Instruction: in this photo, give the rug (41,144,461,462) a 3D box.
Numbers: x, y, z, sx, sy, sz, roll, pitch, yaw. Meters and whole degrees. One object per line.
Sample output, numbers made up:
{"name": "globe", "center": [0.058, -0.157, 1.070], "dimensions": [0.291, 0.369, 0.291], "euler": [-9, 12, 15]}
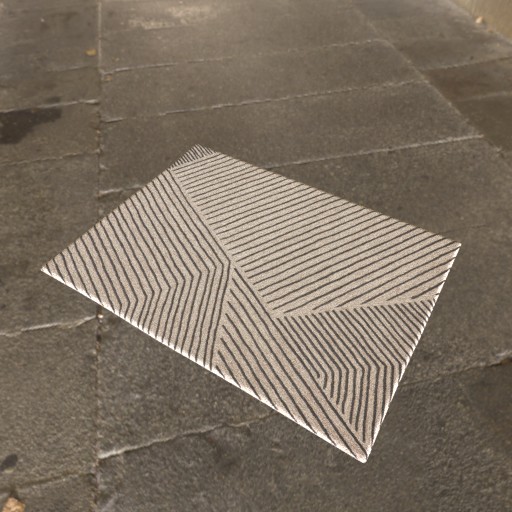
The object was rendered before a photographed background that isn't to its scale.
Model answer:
{"name": "rug", "center": [0.000, 0.000, 3.200], "dimensions": [2.449, 0.028, 1.829], "euler": [25, 52, 21]}
